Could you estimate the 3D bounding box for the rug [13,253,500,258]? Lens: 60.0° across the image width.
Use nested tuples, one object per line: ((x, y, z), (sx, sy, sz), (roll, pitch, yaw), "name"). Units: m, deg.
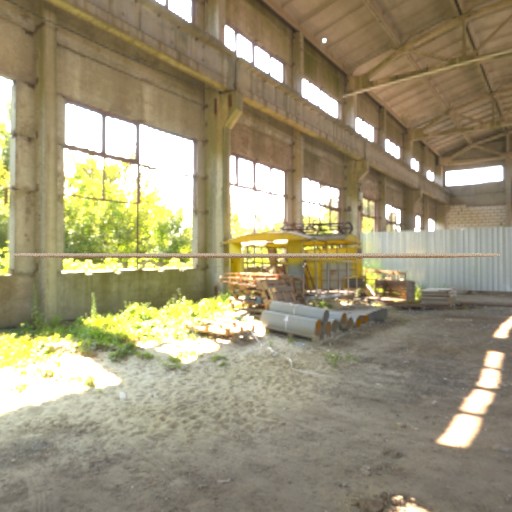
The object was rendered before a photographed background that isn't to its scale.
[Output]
((0.000, 0.000, 2.405), (2.276, 0.014, 0.678), (0, -1, 1), "rug")
